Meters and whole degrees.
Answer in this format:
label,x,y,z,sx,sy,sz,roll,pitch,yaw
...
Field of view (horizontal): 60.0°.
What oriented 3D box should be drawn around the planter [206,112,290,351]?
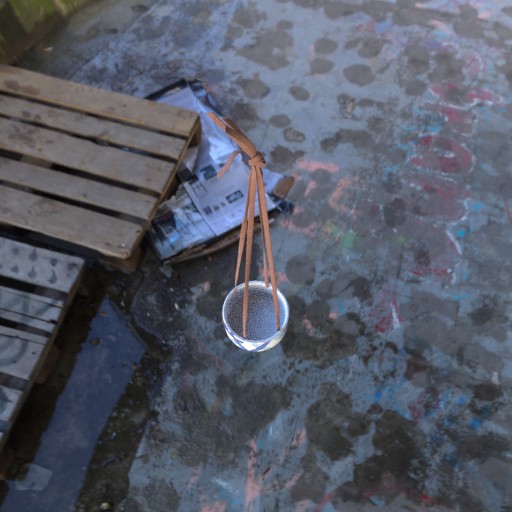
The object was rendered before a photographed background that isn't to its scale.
label,x,y,z,sx,sy,sz,roll,pitch,yaw
planter,0.000,0.000,0.820,0.166,0.751,0.166,15,63,8
